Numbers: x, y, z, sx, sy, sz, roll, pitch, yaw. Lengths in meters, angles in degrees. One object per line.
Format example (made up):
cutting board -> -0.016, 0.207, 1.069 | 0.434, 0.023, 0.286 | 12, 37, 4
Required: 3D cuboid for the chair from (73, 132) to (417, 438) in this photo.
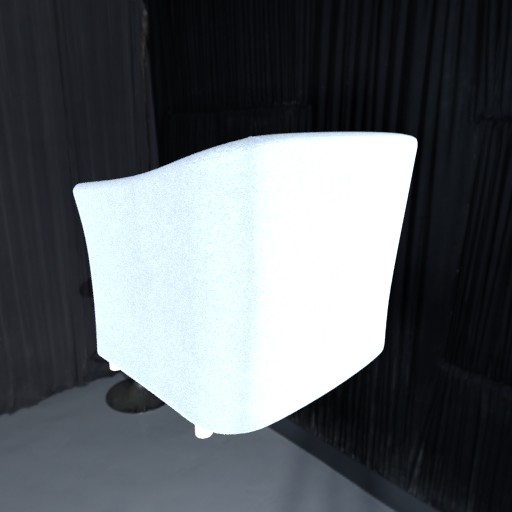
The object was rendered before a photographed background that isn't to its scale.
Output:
chair -> 0.000, 0.000, 1.336 | 0.790, 0.720, 0.700 | -15, 21, -42
